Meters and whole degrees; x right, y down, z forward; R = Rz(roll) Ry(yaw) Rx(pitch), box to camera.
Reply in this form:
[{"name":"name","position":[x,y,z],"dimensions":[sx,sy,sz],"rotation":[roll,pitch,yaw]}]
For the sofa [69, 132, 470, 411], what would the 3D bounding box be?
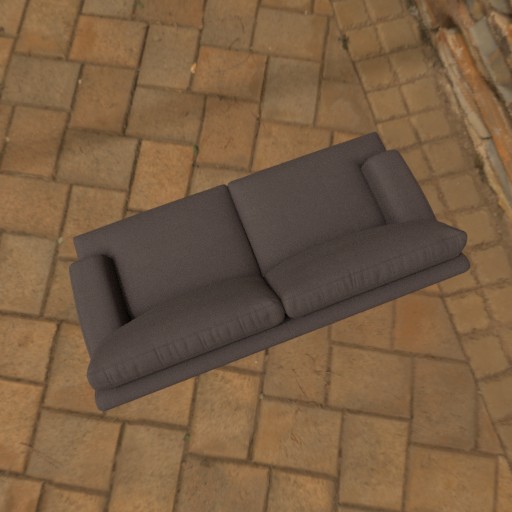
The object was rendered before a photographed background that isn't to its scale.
[{"name":"sofa","position":[0.000,0.000,2.823],"dimensions":[2.271,0.950,1.140],"rotation":[-20,77,-5]}]
